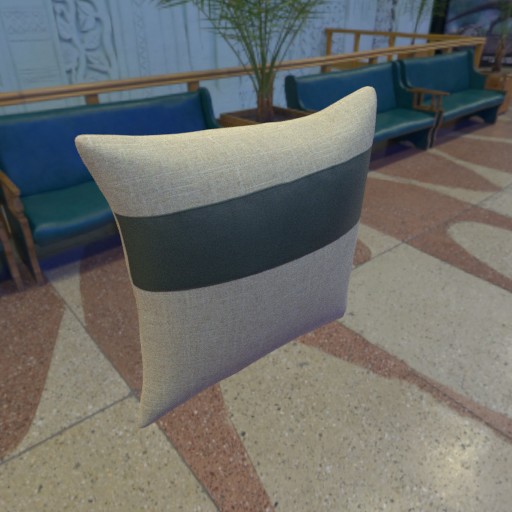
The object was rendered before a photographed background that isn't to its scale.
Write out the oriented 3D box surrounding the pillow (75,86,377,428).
[{"bbox_3d":[0.000,0.000,0.609,0.414,0.399,0.173,-21,37,-32],"label":"pillow"}]
